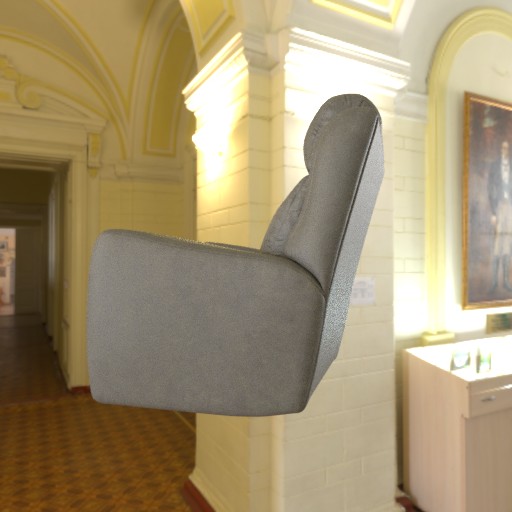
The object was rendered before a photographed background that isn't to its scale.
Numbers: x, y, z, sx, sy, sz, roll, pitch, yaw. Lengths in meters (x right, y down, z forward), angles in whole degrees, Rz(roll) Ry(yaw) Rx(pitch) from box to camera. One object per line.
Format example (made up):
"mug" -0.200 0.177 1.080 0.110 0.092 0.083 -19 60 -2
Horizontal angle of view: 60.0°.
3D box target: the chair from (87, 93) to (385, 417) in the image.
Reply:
"chair" 0.000 0.000 1.919 1.068 1.116 0.965 0 -1 17
